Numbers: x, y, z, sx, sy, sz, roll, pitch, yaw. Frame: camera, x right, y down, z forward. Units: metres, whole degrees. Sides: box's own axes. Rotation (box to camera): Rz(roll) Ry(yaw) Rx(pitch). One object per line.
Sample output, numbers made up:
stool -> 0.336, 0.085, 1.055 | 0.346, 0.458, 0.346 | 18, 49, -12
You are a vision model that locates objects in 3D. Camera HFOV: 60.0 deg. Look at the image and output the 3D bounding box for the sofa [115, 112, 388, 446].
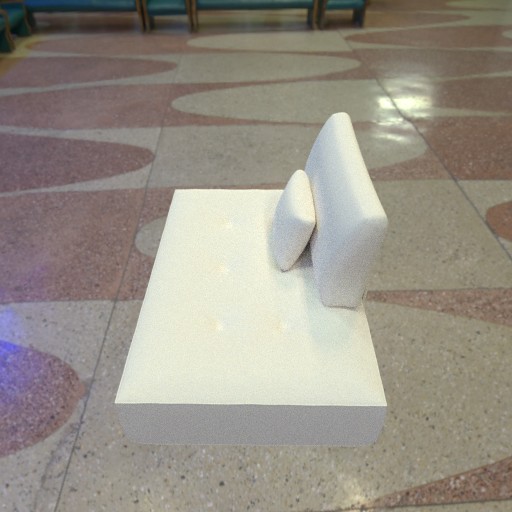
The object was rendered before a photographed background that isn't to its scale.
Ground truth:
sofa -> 0.000, 0.000, 2.070 | 1.000, 0.820, 1.450 | 0, 40, 1
